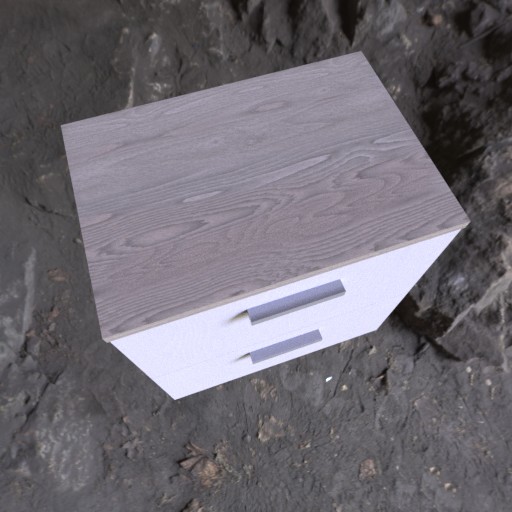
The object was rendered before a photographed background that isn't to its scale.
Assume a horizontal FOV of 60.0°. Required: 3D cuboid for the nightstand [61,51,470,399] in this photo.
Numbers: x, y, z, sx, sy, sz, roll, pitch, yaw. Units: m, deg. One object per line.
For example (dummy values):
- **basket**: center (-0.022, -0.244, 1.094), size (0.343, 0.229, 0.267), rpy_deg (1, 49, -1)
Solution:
- **nightstand**: center (0.000, 0.000, 0.765), size (0.442, 0.461, 0.325), rpy_deg (-17, 65, -8)
